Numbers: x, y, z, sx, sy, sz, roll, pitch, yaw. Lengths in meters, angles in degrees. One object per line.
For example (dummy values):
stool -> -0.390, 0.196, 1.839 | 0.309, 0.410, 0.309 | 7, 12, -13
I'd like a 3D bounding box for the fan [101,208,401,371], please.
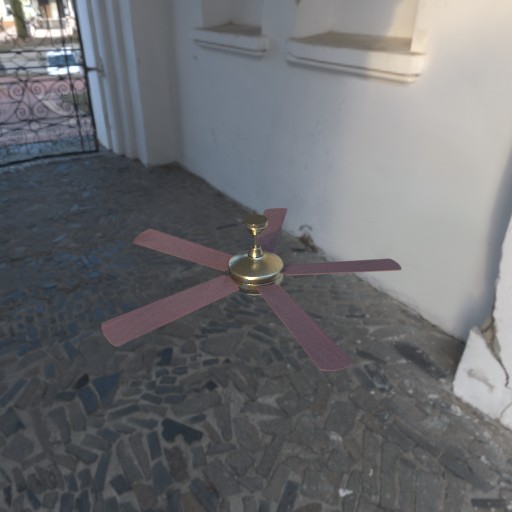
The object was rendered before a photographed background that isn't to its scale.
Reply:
fan -> 0.000, 0.000, 1.962 | 1.321, 0.356, 1.321 | -8, 31, -13
